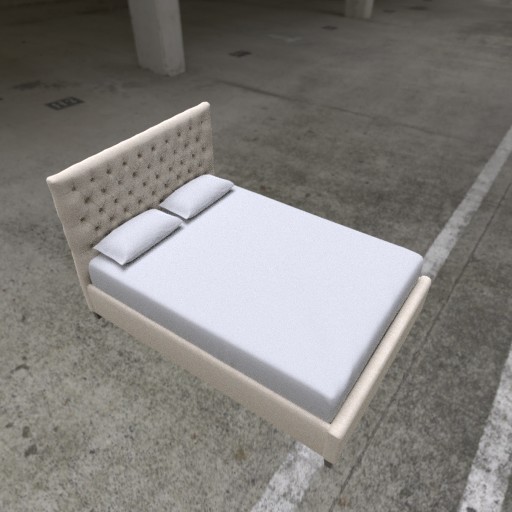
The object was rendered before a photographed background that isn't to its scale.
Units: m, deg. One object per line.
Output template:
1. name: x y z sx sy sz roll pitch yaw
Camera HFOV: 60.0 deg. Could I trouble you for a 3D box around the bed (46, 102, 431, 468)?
1. bed: 0.000 0.000 3.475 2.387 1.427 1.698 24 46 26
